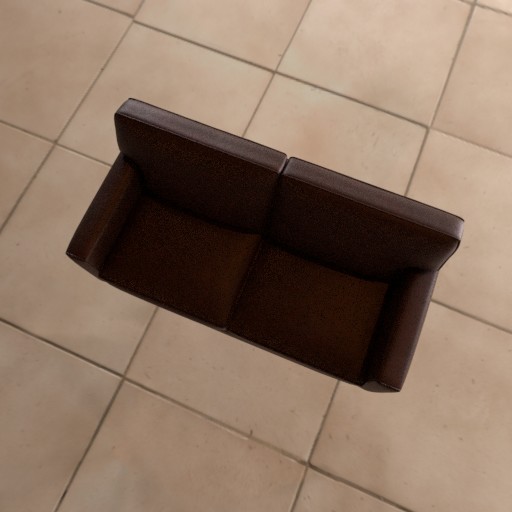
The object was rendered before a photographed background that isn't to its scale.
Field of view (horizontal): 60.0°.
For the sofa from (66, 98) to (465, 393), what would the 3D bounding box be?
[{"bbox_3d":[0.000,0.000,2.466,1.876,0.928,0.912,21,75,6],"label":"sofa"}]
